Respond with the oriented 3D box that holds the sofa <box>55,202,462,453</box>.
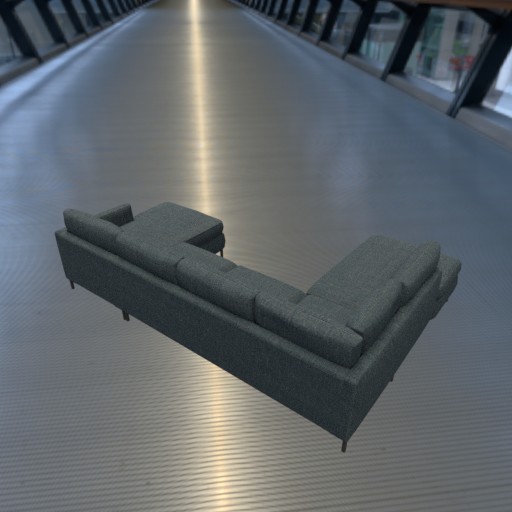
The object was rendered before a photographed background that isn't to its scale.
[{"bbox_3d":[0.000,0.000,3.601,2.737,0.753,1.879,21,37,32],"label":"sofa"}]
